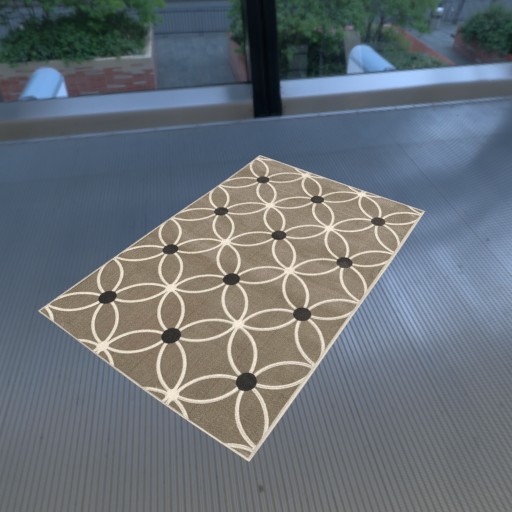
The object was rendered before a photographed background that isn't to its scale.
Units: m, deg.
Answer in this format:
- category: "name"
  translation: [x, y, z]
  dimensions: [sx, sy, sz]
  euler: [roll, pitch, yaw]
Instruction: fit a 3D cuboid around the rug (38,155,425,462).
- category: "rug"
  translation: [0.000, 0.000, 2.948]
  dimensions: [1.522, 0.008, 2.284]
  euler: [25, 47, 26]
